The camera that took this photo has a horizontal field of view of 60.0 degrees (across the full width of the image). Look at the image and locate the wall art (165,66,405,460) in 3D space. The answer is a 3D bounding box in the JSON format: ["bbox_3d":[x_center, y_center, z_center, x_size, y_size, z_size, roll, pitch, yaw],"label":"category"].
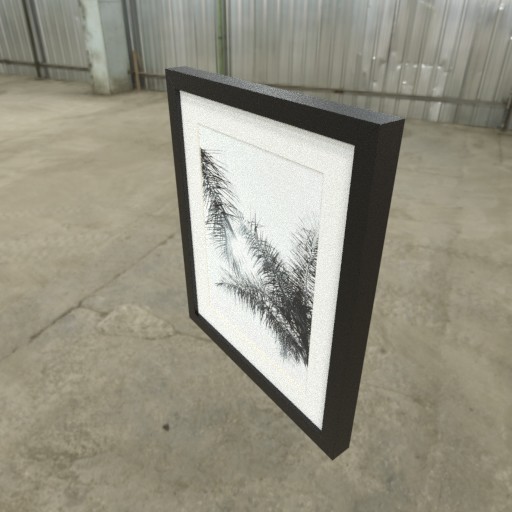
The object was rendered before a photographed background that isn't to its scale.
[{"bbox_3d":[0.000,0.000,0.527,0.028,0.380,0.325,-21,37,-31],"label":"wall art"}]
